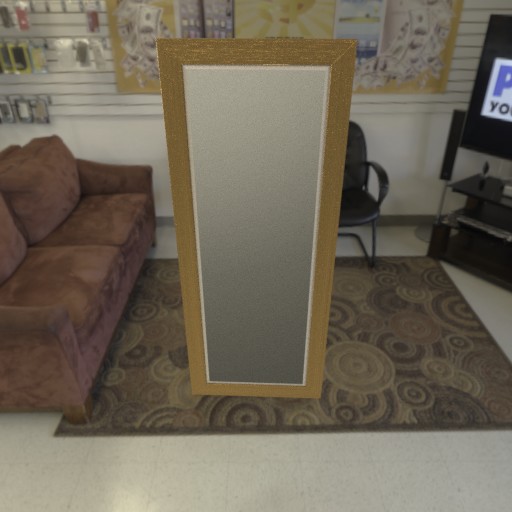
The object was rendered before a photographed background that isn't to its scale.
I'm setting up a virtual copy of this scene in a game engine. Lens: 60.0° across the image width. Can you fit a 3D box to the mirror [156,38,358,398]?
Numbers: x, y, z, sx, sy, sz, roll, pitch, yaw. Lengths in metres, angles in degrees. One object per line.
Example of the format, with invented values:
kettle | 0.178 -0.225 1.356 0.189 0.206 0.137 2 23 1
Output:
mirror | 0.000 0.000 2.301 0.812 2.031 0.025 1 30 2
